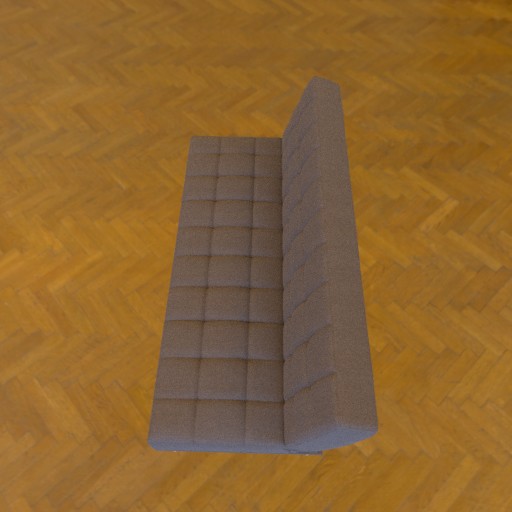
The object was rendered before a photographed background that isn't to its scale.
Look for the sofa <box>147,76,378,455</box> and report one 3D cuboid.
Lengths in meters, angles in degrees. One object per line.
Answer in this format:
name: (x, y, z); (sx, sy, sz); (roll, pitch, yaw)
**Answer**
sofa: (0.000, 0.000, 2.228); (0.860, 0.810, 1.800); (1, 58, 1)
